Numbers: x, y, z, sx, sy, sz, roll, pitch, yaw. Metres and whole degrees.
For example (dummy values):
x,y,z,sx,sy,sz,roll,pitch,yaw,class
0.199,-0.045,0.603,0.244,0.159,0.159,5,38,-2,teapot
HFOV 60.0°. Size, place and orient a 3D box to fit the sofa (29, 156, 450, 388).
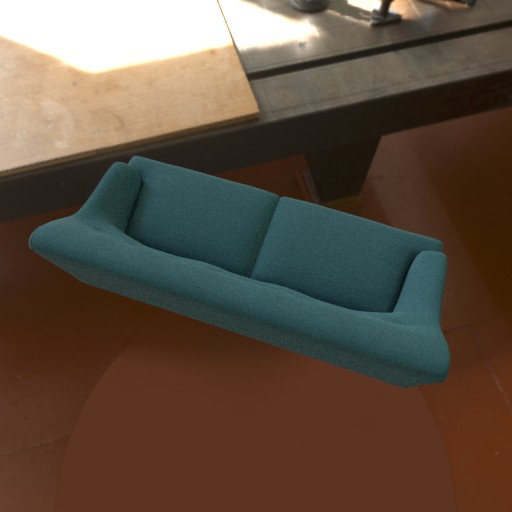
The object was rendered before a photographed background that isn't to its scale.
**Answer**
x,y,z,sx,sy,sz,roll,pitch,yaw,class
0.000,0.000,2.520,2.057,0.871,0.978,17,65,8,sofa
